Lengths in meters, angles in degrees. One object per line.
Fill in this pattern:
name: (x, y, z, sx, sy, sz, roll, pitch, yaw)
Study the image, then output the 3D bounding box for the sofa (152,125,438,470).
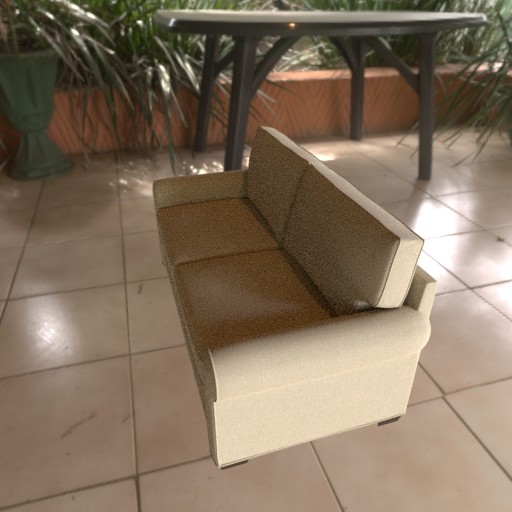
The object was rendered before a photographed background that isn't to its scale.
sofa: (0.000, 0.000, 2.265, 0.861, 0.933, 1.774, -9, 32, -15)
